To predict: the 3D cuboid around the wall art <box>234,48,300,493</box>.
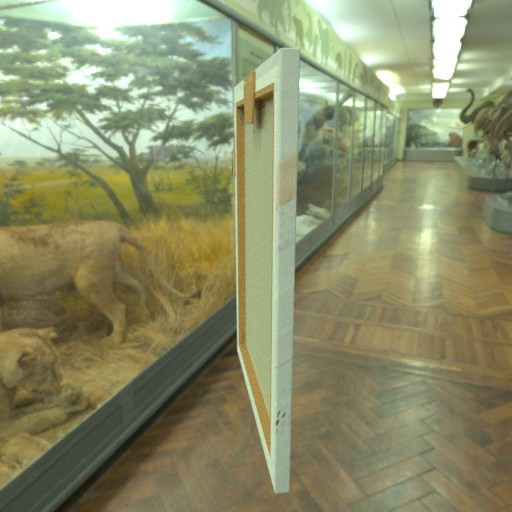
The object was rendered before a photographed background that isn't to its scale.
[{"bbox_3d":[0.000,0.000,1.323,0.045,1.014,0.759,-3,16,-9],"label":"wall art"}]
